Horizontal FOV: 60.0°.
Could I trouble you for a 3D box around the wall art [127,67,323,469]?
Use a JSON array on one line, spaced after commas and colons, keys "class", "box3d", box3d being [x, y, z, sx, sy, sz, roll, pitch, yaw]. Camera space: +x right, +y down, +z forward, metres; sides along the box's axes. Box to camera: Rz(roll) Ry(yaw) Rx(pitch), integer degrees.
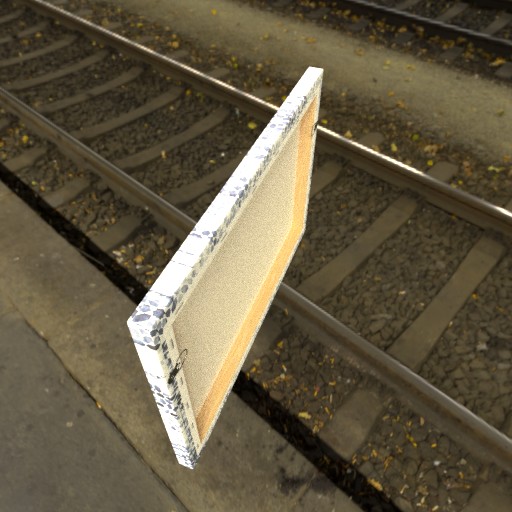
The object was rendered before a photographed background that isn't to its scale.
[{"class": "wall art", "box3d": [0.000, 0.000, 0.768, 0.030, 0.406, 0.608, 16, 49, 15]}]
